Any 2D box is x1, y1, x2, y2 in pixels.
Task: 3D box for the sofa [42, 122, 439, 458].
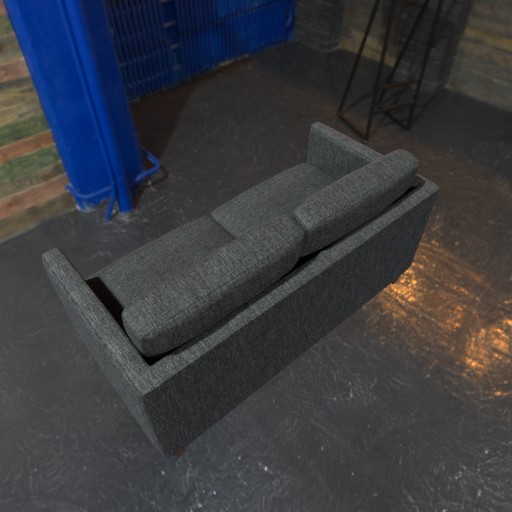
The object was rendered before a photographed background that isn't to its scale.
[{"bbox_3d":[0.000,0.000,2.419,1.884,0.963,0.950,-32,54,-27],"label":"sofa"}]
